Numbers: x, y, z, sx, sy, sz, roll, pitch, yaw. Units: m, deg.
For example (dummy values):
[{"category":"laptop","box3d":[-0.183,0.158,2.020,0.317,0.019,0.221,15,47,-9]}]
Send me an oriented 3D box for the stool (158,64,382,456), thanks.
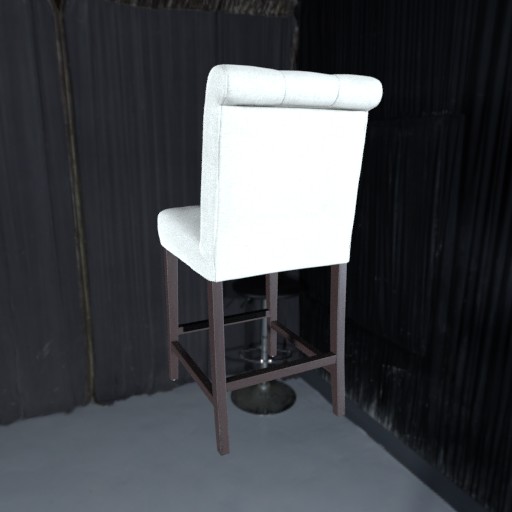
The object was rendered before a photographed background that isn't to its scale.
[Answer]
[{"category":"stool","box3d":[0.000,0.000,1.417,0.493,1.040,0.601,-7,16,-26]}]
